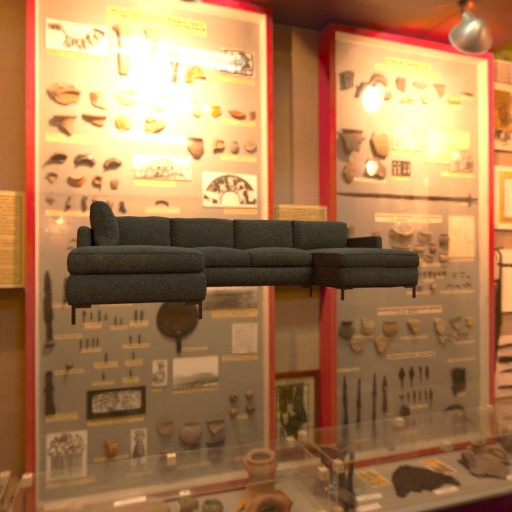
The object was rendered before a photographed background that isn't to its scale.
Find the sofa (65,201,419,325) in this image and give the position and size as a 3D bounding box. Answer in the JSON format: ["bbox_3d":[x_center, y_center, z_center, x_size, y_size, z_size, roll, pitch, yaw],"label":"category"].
[{"bbox_3d":[0.000,0.000,3.954,2.956,0.813,2.007,0,0,-18],"label":"sofa"}]
